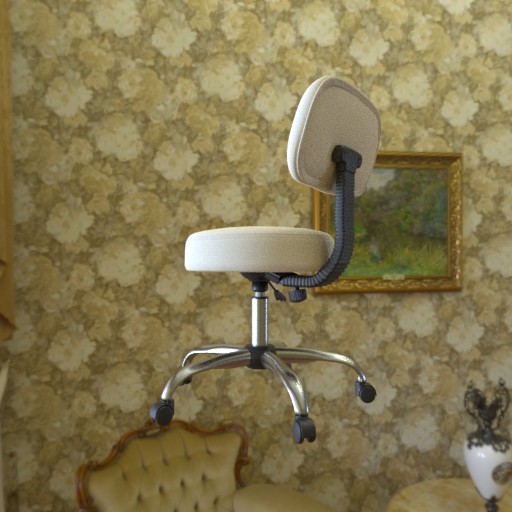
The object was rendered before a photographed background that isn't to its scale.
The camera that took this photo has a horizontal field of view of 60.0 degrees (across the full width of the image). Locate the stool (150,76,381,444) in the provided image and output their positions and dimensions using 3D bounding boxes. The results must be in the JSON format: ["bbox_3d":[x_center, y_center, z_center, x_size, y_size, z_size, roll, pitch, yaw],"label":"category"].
[{"bbox_3d":[0.000,0.000,1.244,0.616,0.810,0.609,-1,-1,36],"label":"stool"}]
